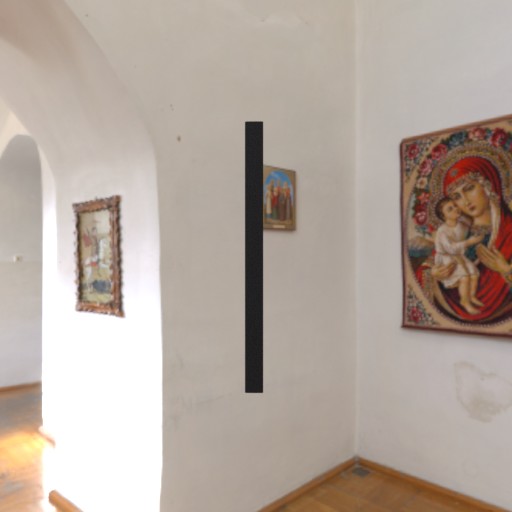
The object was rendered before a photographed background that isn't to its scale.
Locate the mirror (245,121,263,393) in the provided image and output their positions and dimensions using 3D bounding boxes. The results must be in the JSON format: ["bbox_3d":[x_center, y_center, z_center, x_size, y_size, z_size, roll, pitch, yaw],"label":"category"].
[{"bbox_3d":[0.000,0.000,1.919,0.047,0.692,1.584,0,0,0],"label":"mirror"}]
